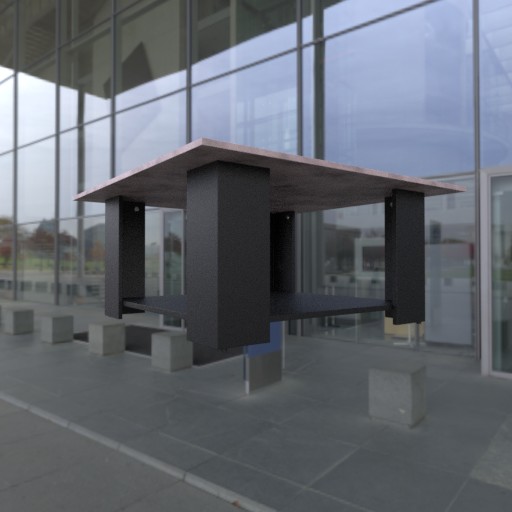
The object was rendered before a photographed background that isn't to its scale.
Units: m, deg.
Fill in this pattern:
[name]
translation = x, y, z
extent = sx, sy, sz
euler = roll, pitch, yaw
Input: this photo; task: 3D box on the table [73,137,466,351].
[table]
translation = 0.000, 0.000, 1.058
extent = 0.670, 0.305, 0.670
euler = 1, -1, -36
